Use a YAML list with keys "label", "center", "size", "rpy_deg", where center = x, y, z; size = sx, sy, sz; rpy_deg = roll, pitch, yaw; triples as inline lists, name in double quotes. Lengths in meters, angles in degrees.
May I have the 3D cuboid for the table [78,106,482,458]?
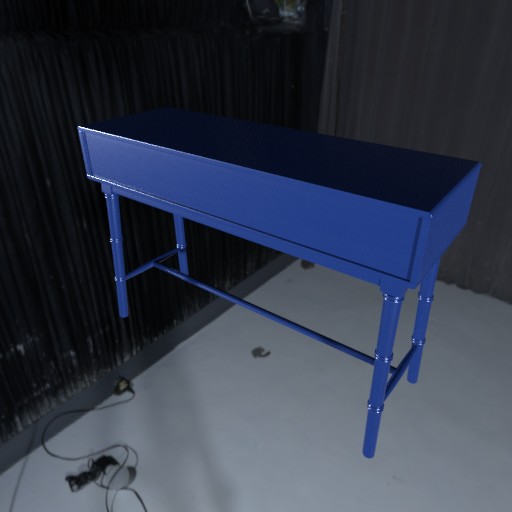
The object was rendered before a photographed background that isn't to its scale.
- label: "table"
  center: [0.000, 0.000, 1.439]
  size: [1.118, 0.749, 0.399]
  rpy_deg: [20, 36, 31]
